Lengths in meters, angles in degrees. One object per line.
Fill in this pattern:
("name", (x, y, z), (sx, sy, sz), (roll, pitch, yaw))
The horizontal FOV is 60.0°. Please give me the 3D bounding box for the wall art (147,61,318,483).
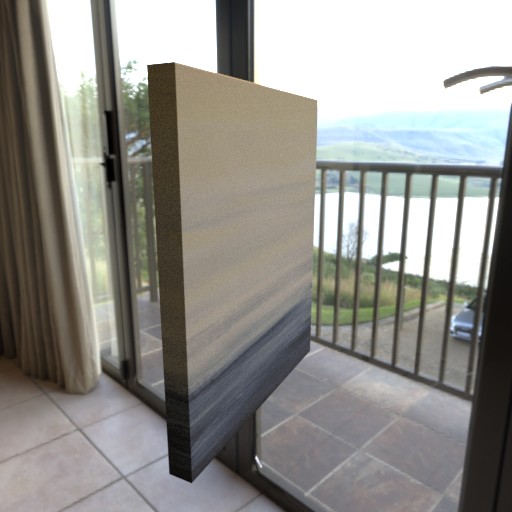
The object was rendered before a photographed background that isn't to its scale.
("wall art", (0.000, 0.000, 0.712), (0.037, 0.511, 0.435), (7, 16, 27))
